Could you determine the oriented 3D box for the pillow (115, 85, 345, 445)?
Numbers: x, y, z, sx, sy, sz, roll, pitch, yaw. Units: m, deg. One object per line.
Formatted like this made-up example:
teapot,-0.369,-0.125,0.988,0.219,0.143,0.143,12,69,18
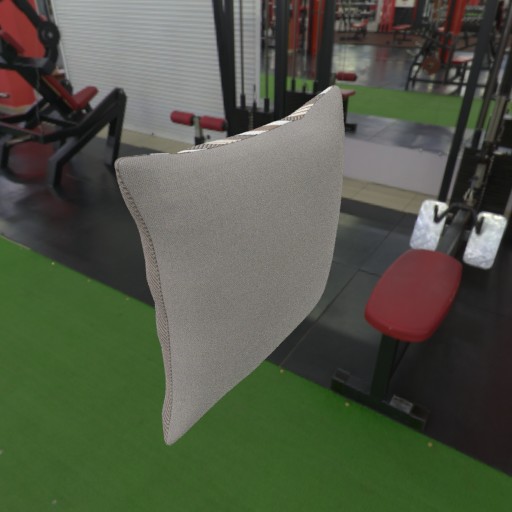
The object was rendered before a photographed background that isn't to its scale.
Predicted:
pillow,0.000,0.000,0.629,0.173,0.401,0.416,21,37,30
